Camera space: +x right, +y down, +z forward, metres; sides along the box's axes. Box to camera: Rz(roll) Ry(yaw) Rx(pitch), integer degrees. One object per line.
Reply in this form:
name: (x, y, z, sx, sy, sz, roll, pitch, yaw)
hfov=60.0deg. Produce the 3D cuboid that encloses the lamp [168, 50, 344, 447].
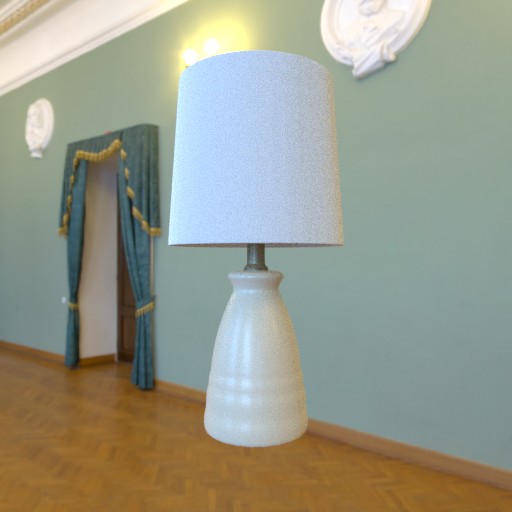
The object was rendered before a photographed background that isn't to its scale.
lamp: (0.000, 0.000, 0.479, 0.186, 0.369, 0.186, 0, 0, 0)
